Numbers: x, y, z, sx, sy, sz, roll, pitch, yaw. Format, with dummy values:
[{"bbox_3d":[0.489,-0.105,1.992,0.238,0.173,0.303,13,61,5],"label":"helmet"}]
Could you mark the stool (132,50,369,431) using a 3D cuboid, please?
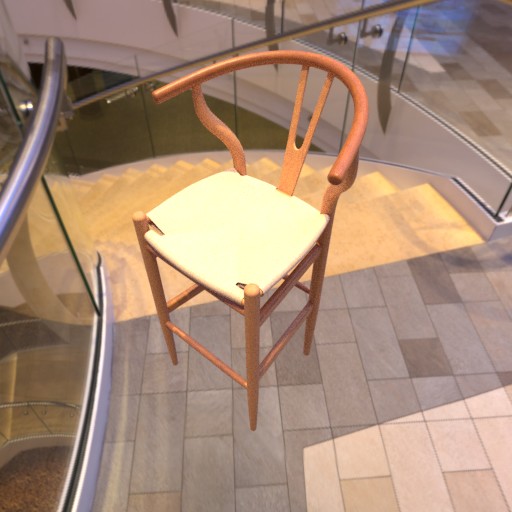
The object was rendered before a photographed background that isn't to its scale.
[{"bbox_3d":[0.000,0.000,1.387,0.574,1.068,0.561,31,53,27],"label":"stool"}]
